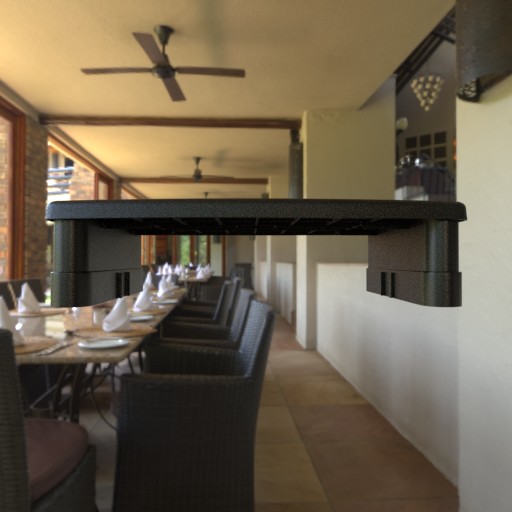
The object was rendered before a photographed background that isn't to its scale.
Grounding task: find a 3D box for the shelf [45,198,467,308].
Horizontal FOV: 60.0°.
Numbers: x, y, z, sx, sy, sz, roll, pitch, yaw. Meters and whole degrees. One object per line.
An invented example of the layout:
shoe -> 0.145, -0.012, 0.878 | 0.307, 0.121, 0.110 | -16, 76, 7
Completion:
shelf -> 0.000, 0.000, 0.527 | 0.410, 0.100, 0.280 | 0, -1, -1
